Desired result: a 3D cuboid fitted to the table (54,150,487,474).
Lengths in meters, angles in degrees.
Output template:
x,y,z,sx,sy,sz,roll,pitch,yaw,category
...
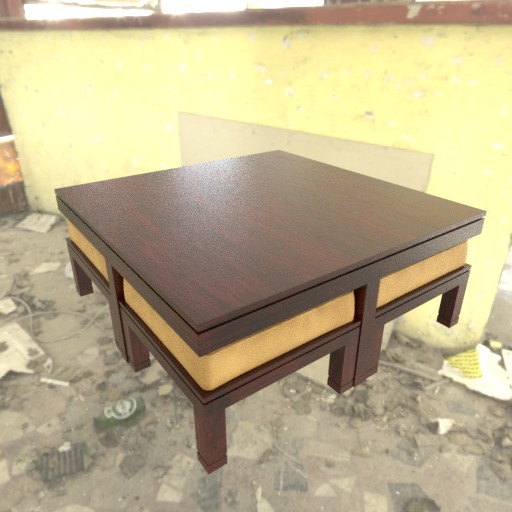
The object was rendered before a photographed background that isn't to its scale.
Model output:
x,y,z,sx,sy,sz,roll,pitch,yaw,category
0.000,0.000,1.323,0.865,0.356,0.865,-18,32,-32,table
